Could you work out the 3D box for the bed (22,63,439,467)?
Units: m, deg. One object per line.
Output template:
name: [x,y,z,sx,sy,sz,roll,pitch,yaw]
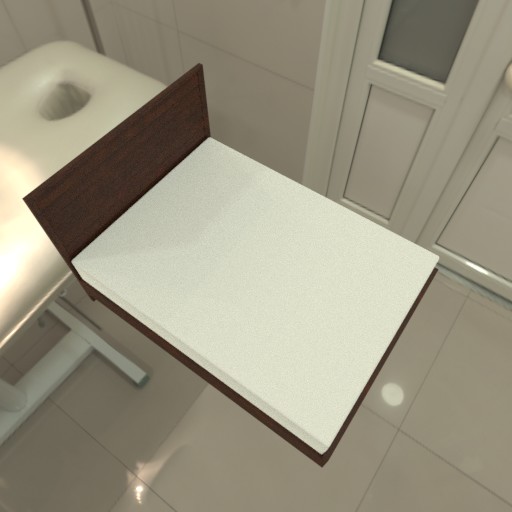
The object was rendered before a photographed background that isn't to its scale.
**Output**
bed: [0.000,0.000,3.106,2.184,1.270,1.600,31,62,18]
